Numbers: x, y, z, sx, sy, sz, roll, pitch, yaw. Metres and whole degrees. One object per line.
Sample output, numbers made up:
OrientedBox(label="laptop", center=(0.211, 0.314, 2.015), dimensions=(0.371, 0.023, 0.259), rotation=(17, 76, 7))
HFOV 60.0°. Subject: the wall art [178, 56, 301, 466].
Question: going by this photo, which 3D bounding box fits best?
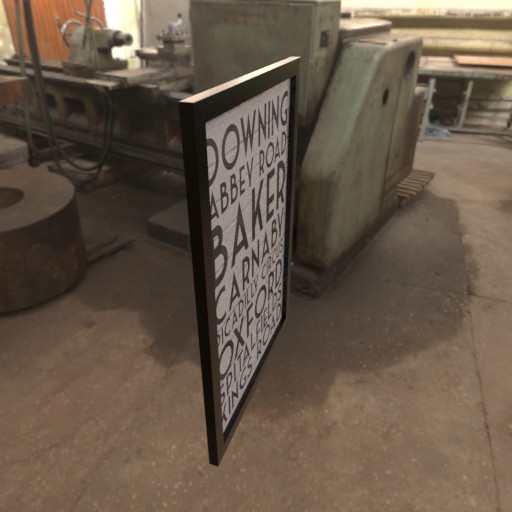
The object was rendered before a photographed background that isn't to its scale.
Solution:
OrientedBox(label="wall art", center=(0.000, 0.000, 0.852), dimensions=(0.019, 0.656, 0.462), rotation=(10, 32, 17))
